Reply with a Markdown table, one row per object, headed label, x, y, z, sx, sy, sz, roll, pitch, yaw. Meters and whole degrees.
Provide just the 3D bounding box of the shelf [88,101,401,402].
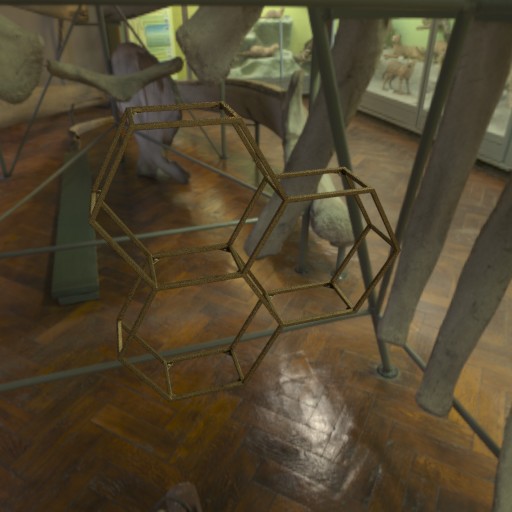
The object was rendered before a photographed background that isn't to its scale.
| label | x | y | z | sx | sy | sz | roll | pitch | yaw |
| --- | --- | --- | --- | --- | --- | --- | --- | --- | --- |
| shelf | 0.000 | 0.000 | 1.077 | 0.708 | 0.701 | 0.150 | -9 | 32 | -14 |
